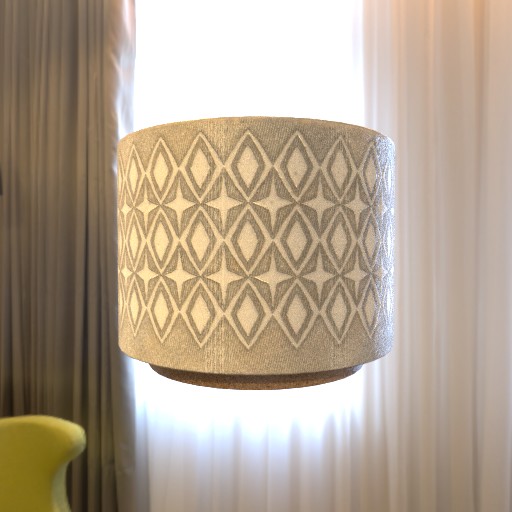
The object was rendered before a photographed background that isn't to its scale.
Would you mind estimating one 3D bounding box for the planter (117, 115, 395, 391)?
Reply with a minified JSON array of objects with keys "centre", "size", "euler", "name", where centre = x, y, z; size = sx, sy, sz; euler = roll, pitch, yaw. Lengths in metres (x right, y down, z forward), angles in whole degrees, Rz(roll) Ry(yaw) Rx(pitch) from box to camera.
[{"centre":[0.000,0.000,0.313],"size":[0.186,0.144,0.186],"euler":[0,1,0],"name":"planter"}]
